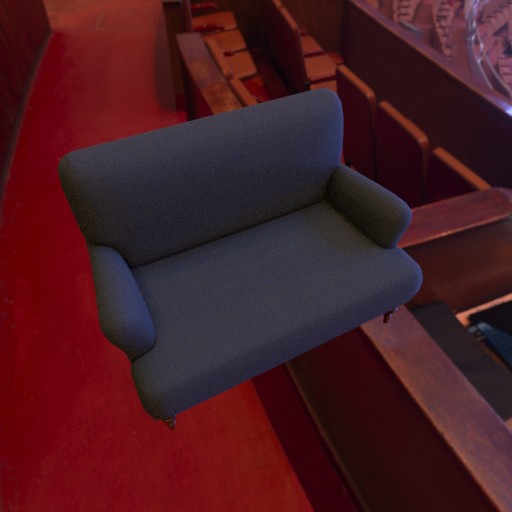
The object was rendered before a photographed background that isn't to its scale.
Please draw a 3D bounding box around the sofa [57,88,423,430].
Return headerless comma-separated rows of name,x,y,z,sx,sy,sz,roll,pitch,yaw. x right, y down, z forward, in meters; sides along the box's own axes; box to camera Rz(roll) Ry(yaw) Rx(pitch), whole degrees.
sofa,0.000,0.000,1.813,1.297,0.889,0.779,-21,49,-20
